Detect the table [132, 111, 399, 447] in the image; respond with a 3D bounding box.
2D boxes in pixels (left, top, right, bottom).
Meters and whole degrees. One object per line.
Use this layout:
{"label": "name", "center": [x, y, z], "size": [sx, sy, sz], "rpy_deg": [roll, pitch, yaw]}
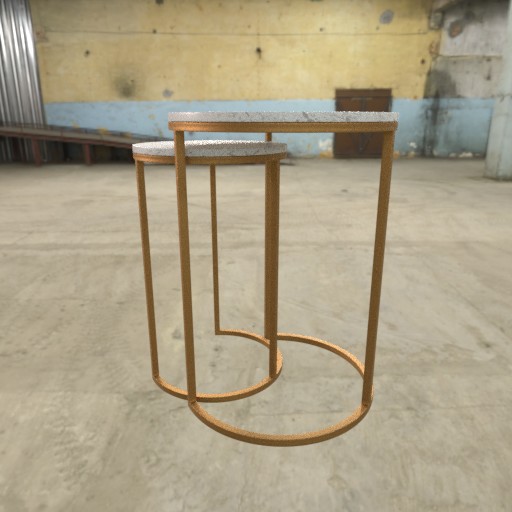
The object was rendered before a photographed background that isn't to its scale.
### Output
{"label": "table", "center": [0.000, 0.000, 0.898], "size": [0.507, 0.550, 0.400], "rpy_deg": [9, 20, 27]}
